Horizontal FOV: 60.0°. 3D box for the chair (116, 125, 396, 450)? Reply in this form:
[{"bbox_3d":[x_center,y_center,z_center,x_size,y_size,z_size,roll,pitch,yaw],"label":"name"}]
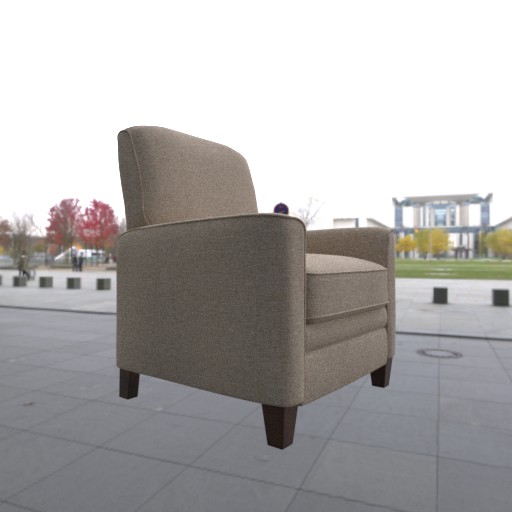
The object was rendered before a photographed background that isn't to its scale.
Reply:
[{"bbox_3d":[0.000,0.000,1.696,0.858,1.028,0.841,0,0,38],"label":"chair"}]
